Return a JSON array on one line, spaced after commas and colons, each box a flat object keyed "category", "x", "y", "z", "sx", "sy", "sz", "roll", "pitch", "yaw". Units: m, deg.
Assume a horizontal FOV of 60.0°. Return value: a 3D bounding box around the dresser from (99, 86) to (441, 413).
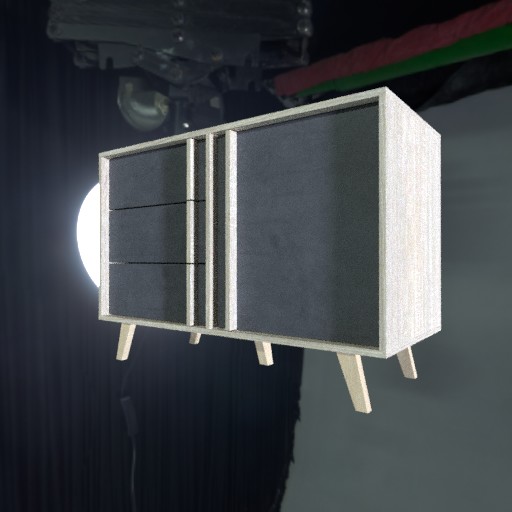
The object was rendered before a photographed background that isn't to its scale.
[{"category": "dresser", "x": 0.000, "y": 0.000, "z": 1.553, "sx": 1.110, "sy": 0.780, "sz": 0.500, "roll": 0, "pitch": 0, "yaw": 36}]
